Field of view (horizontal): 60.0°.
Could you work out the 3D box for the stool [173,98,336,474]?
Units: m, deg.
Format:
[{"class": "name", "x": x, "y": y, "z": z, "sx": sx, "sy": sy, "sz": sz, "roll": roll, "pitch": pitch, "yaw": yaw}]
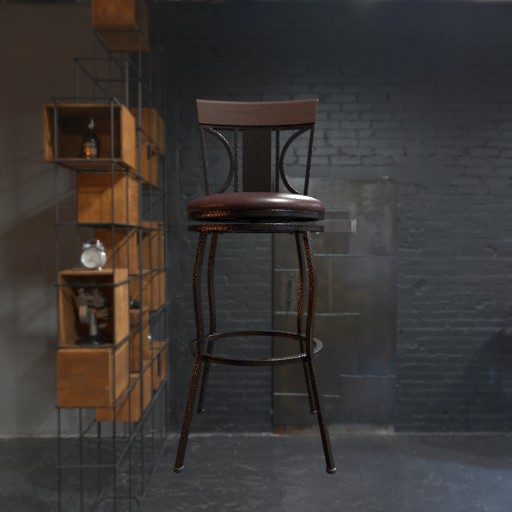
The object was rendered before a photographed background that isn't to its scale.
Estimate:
[{"class": "stool", "x": 0.000, "y": 0.000, "z": 1.404, "sx": 0.448, "sy": 1.130, "sz": 0.513, "roll": 0, "pitch": 2, "yaw": 1}]
